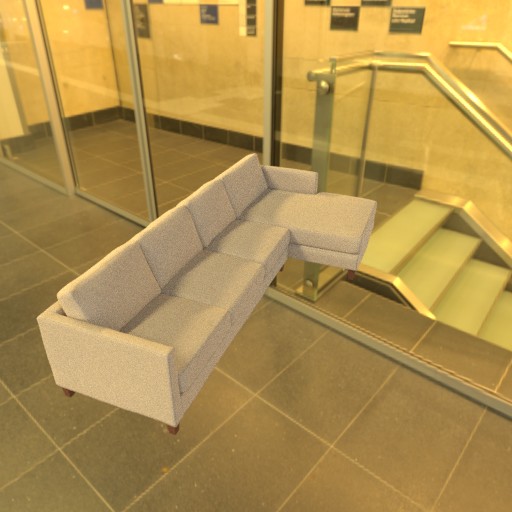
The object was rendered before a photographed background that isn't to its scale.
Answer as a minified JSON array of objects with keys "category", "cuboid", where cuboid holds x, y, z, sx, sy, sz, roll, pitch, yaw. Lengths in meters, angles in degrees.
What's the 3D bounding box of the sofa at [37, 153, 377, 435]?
[{"category":"sofa","cuboid":[0.000,0.000,3.819,1.625,0.861,3.186,11,32,19]}]
